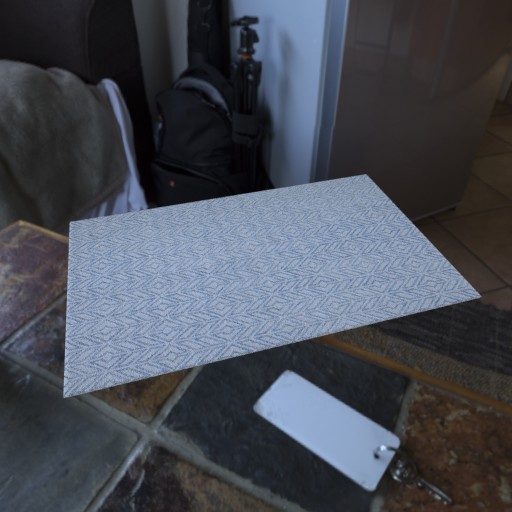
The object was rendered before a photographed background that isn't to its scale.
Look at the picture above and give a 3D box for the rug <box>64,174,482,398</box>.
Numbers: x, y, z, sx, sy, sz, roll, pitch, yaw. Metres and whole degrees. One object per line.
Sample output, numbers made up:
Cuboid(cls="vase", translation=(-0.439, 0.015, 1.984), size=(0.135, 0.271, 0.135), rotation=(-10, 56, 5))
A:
Cuboid(cls="rug", translation=(0.000, 0.000, 3.015), size=(2.441, 0.008, 1.526), rotation=(-11, 42, -12))
